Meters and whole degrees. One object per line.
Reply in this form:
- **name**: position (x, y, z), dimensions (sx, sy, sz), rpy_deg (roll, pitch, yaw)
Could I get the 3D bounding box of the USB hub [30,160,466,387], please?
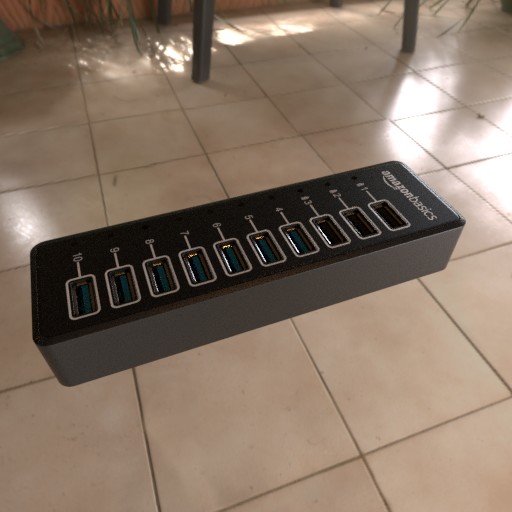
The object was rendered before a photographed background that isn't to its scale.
- **USB hub**: position (0.000, 0.000, 0.159), dimensions (0.145, 0.023, 0.044), rpy_deg (-15, 47, -15)
